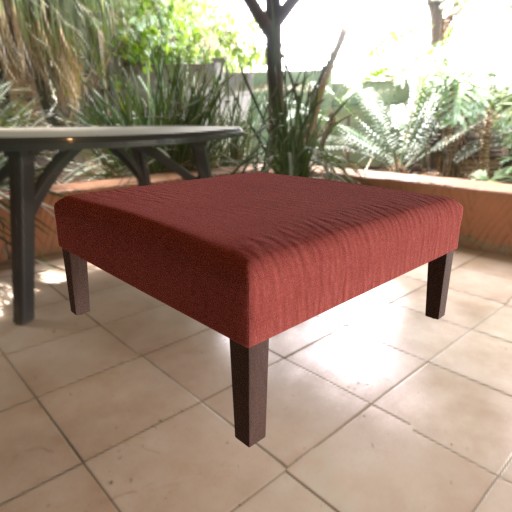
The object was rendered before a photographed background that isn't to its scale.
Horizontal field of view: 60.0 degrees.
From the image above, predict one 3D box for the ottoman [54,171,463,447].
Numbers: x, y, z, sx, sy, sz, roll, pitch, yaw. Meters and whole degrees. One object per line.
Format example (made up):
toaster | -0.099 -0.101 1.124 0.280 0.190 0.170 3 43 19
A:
ottoman | 0.000 0.000 1.396 0.889 0.411 0.890 -17 24 -41
